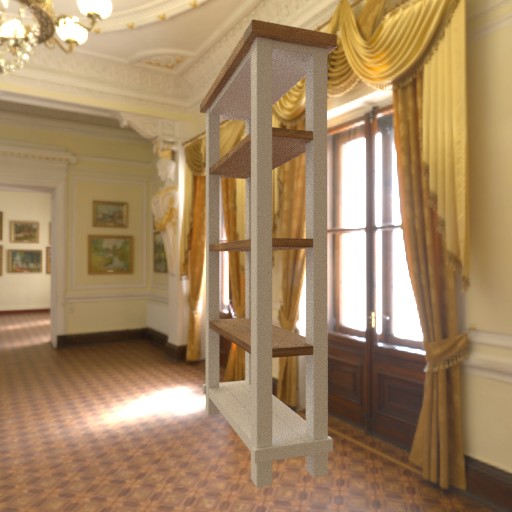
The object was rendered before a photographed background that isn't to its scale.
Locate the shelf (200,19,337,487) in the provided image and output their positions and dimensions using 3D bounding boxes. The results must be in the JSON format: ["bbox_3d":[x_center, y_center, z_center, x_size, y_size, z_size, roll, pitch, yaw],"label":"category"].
[{"bbox_3d":[0.000,0.000,2.301,0.381,1.878,1.022,0,-1,-19],"label":"shelf"}]
